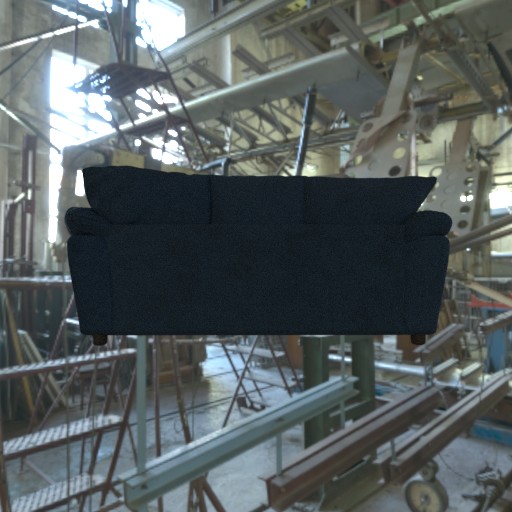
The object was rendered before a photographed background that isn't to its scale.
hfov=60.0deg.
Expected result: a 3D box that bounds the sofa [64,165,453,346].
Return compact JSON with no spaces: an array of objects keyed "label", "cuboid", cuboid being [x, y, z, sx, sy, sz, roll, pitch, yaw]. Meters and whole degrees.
[{"label":"sofa","cuboid":[0.000,0.000,2.970,2.390,1.091,0.907,0,-2,-1]}]
